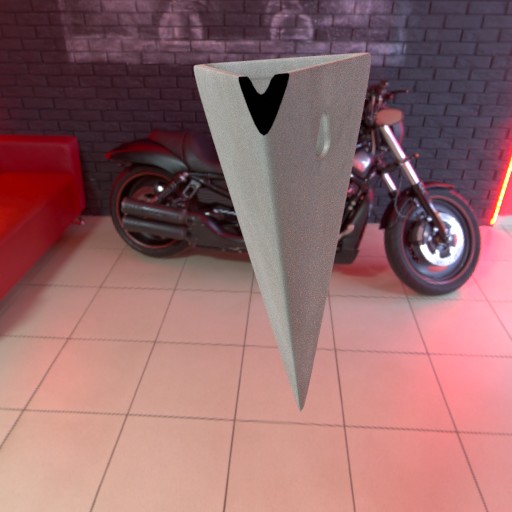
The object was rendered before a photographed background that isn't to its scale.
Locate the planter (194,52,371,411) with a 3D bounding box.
[{"bbox_3d":[0.000,0.000,0.157,0.047,0.130,0.058,21,37,30],"label":"planter"}]
